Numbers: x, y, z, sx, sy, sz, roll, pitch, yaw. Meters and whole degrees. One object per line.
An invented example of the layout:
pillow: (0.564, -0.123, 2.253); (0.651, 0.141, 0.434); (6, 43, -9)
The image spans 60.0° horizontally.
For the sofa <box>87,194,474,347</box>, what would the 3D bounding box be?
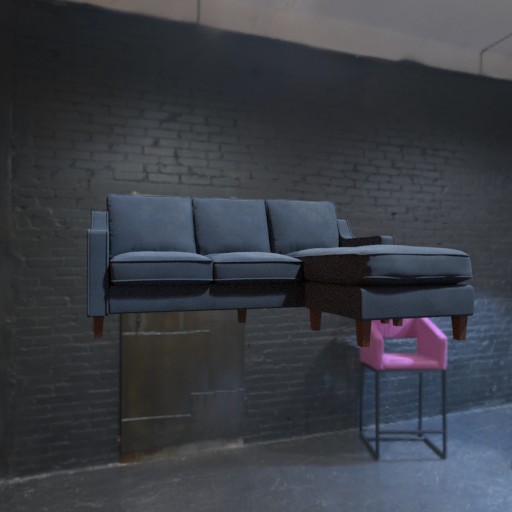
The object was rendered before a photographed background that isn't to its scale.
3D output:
sofa: (0.000, 0.000, 3.251); (2.317, 1.066, 1.858); (0, -1, -18)
